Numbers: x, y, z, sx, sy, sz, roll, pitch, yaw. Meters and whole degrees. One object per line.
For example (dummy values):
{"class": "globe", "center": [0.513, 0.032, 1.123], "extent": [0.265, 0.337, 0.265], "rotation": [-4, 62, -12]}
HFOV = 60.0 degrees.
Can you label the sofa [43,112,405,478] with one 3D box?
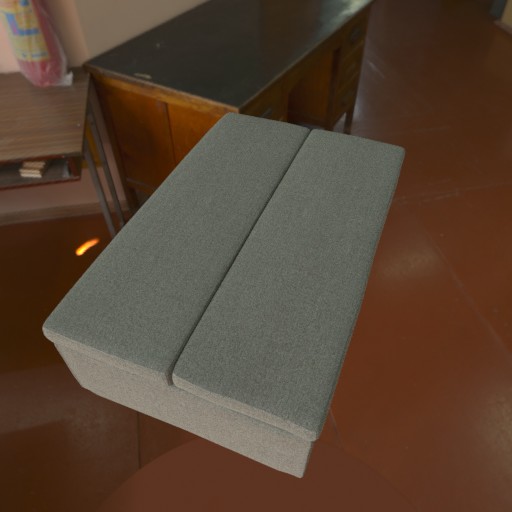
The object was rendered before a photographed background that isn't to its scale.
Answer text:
{"class": "sofa", "center": [0.000, 0.000, 1.625], "extent": [0.817, 0.434, 1.250], "rotation": [16, 49, 15]}
